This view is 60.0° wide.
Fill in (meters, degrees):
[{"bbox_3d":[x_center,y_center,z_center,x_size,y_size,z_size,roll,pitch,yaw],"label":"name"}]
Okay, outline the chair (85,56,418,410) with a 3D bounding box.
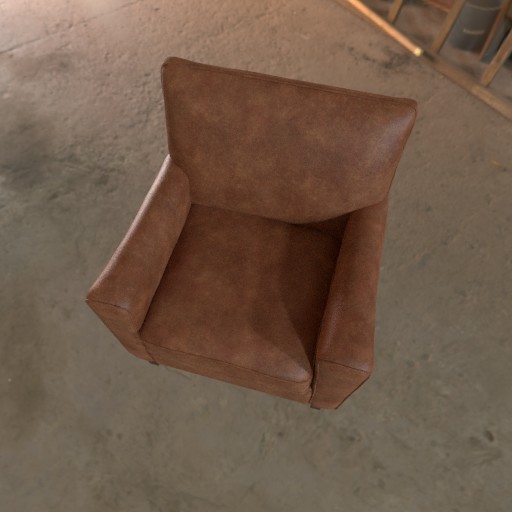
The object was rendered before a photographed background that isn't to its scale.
[{"bbox_3d":[0.000,0.000,1.590,0.870,0.943,0.823,13,60,8],"label":"chair"}]
